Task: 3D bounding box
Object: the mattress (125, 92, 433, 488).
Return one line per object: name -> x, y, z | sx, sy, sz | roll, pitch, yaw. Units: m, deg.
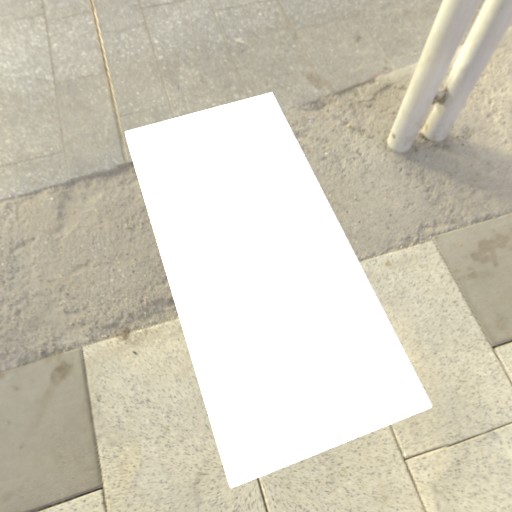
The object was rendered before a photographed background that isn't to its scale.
mattress -> 0.000, 0.000, 2.251 | 0.900, 0.200, 1.900 | -18, 65, -9
